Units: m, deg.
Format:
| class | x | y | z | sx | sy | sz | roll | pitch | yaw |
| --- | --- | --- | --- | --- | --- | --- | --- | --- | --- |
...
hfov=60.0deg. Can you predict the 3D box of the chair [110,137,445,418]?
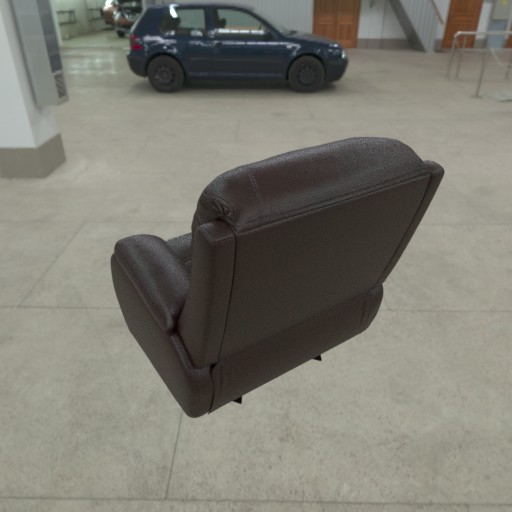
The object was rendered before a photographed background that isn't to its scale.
| class | x | y | z | sx | sy | sz | roll | pitch | yaw |
| --- | --- | --- | --- | --- | --- | --- | --- | --- | --- |
| chair | 0.000 | 0.000 | 1.718 | 0.930 | 1.011 | 0.899 | -19 | 36 | -29 |
